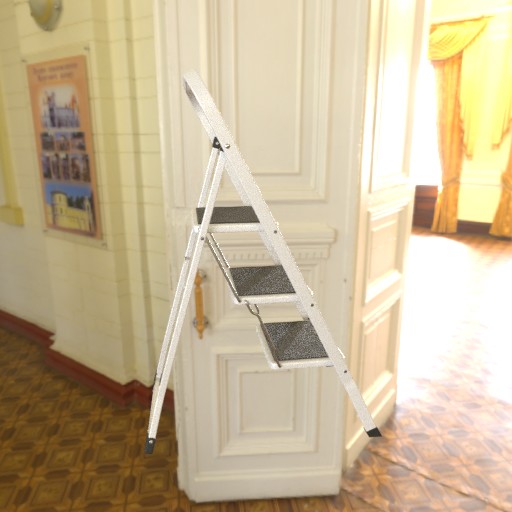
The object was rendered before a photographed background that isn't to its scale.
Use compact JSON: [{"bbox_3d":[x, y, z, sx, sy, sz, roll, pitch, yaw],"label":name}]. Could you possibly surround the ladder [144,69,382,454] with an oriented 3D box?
[{"bbox_3d":[0.000,0.000,1.384,0.711,1.050,0.460,-2,15,-8],"label":"ladder"}]
